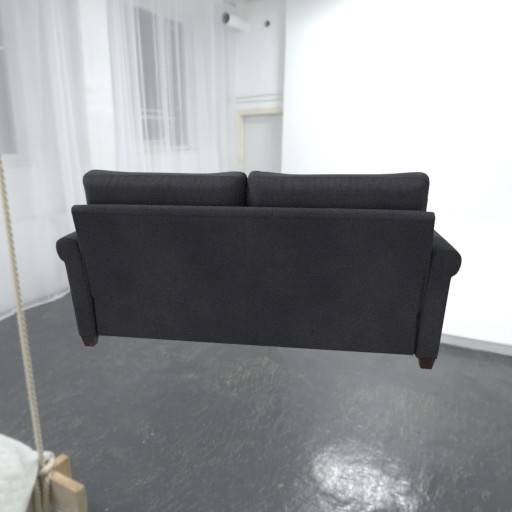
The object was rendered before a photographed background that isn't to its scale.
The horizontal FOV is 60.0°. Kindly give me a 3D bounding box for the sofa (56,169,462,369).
[{"bbox_3d":[0.000,0.000,2.421,1.935,0.942,0.842,2,14,8],"label":"sofa"}]
